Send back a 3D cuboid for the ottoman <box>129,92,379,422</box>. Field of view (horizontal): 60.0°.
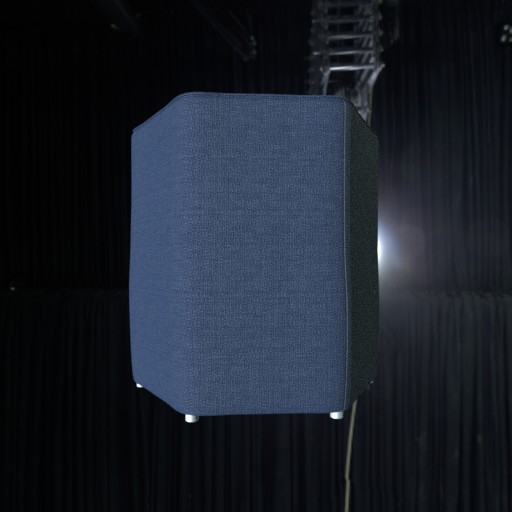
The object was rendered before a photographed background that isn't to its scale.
[{"bbox_3d":[0.000,0.000,0.879,0.492,0.505,0.454,0,-1,0],"label":"ottoman"}]
